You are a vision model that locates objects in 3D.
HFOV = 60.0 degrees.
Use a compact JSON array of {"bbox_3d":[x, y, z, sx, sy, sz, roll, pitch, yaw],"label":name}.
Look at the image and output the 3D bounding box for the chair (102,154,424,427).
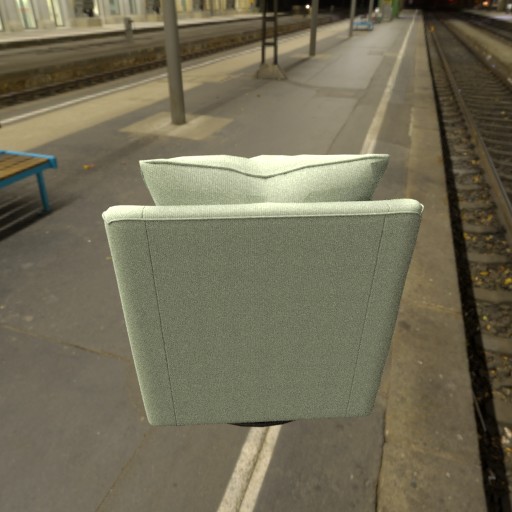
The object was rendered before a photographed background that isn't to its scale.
[{"bbox_3d":[0.000,0.000,1.545,0.760,0.926,0.870,-2,30,-3],"label":"chair"}]
